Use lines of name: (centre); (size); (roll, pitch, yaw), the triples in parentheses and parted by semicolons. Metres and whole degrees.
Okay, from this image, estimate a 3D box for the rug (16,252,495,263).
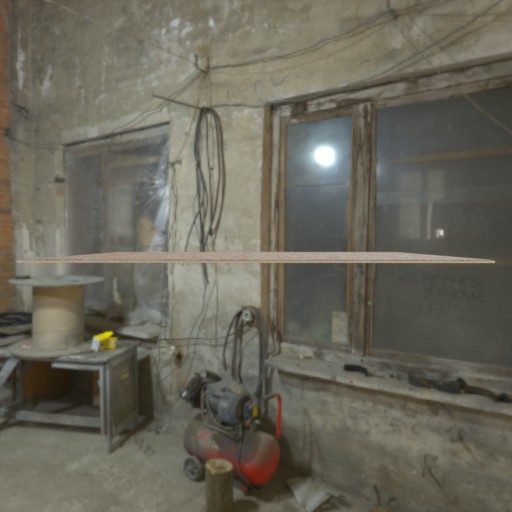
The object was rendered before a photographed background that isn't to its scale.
rug: (0.000, 0.000, 2.309); (1.839, 0.012, 1.219); (0, 2, 1)
